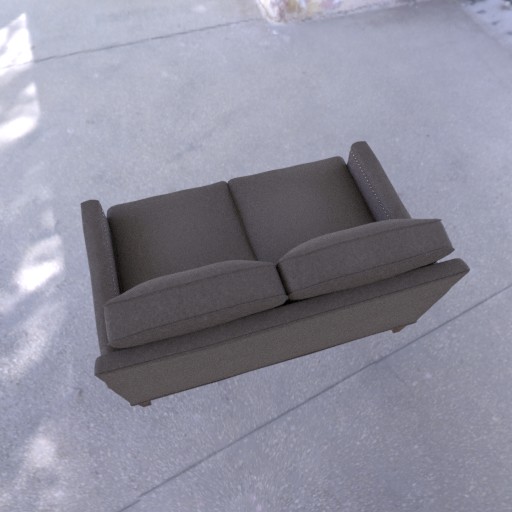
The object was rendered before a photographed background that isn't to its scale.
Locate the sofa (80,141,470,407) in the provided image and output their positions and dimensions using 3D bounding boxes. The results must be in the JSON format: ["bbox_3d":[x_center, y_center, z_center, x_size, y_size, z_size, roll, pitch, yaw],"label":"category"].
[{"bbox_3d":[0.000,0.000,2.236,1.597,1.003,1.084,-14,59,-9],"label":"sofa"}]
